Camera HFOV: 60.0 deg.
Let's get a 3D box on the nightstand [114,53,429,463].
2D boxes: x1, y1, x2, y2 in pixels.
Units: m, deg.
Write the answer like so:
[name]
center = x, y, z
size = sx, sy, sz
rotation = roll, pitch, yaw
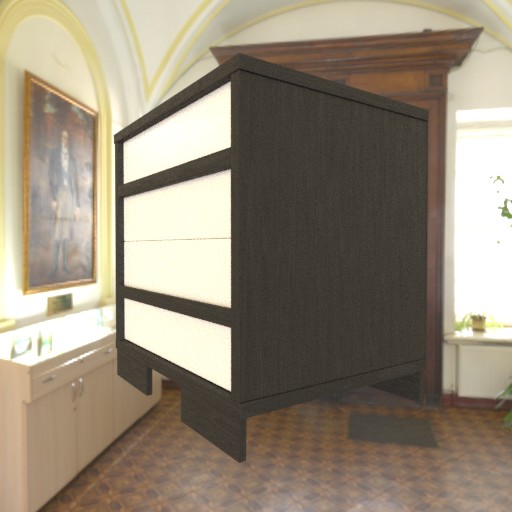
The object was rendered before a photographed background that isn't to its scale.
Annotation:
[nightstand]
center = 0.000, 0.000, 0.754
size = 0.347, 0.448, 0.427
rotation = -1, 1, -35
